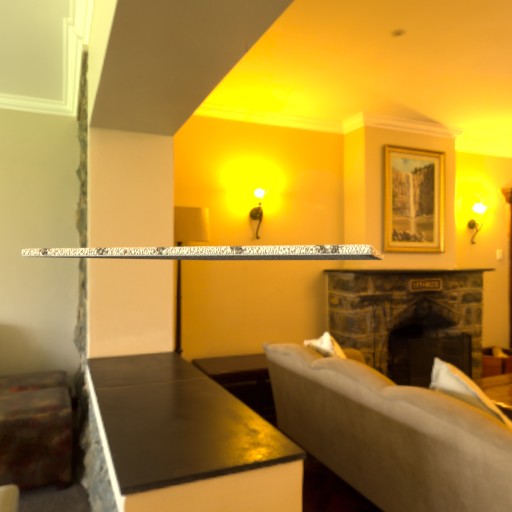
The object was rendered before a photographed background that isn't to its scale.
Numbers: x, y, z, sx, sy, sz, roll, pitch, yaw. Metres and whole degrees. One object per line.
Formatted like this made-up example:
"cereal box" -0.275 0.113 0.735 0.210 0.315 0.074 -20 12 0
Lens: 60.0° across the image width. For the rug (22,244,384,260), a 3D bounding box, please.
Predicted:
"rug" 0.000 0.000 2.250 1.219 0.030 1.778 0 -1 17
